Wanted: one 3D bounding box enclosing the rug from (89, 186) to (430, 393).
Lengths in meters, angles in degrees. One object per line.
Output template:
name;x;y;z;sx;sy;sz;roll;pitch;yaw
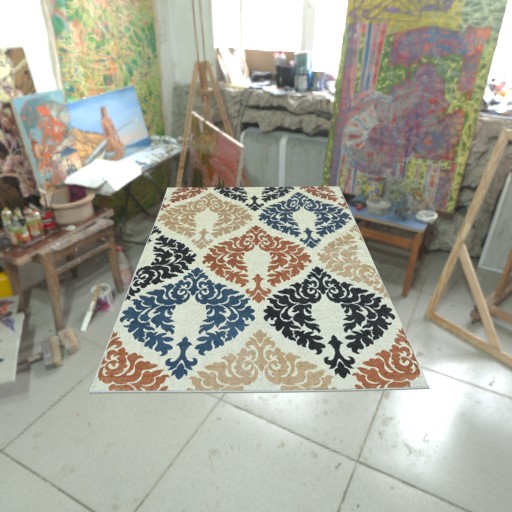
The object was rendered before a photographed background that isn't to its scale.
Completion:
rug;0.000;0.000;2.918;1.514;0.014;2.275;-1;32;-1
